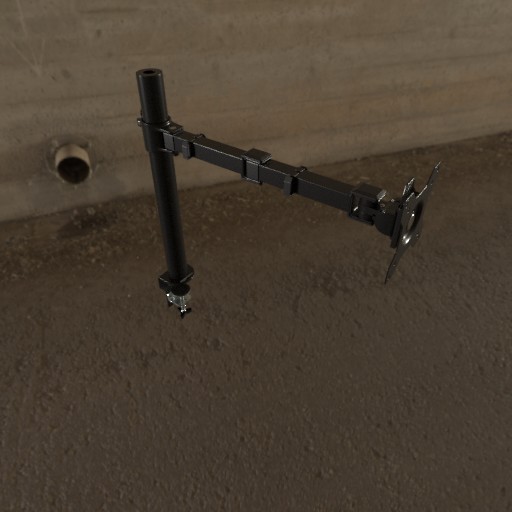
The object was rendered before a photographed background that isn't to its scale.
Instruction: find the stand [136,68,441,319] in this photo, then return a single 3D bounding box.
[{"bbox_3d":[0.000,0.000,0.722,0.456,0.510,0.115,24,45,27],"label":"stand"}]
